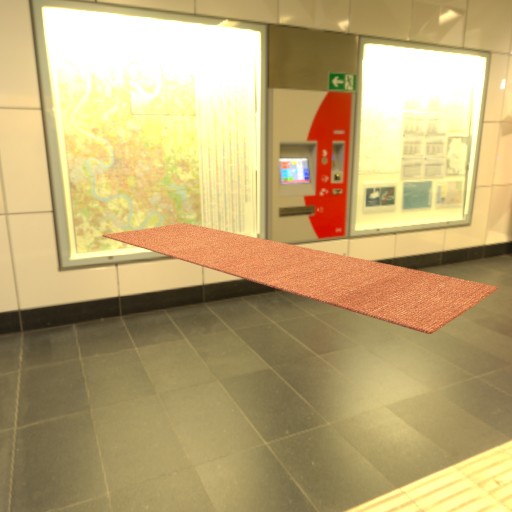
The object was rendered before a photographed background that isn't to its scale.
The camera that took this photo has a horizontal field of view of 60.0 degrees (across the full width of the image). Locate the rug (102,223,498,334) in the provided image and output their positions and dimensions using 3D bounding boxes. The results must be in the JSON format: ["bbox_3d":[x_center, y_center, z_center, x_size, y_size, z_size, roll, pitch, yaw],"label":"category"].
[{"bbox_3d":[0.000,0.000,2.485,2.307,0.012,0.687,14,20,43],"label":"rug"}]
